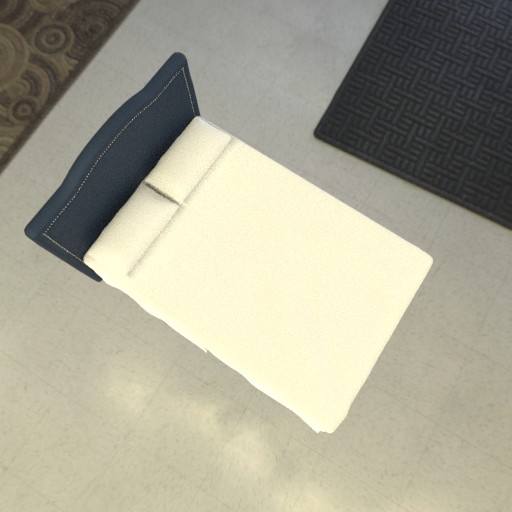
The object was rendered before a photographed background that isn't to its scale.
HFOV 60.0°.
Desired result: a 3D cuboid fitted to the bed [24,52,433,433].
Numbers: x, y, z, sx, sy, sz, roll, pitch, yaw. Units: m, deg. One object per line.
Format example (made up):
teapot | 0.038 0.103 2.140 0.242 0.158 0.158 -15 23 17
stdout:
bed | 0.000 0.000 3.459 2.507 1.441 1.741 33 77 8
